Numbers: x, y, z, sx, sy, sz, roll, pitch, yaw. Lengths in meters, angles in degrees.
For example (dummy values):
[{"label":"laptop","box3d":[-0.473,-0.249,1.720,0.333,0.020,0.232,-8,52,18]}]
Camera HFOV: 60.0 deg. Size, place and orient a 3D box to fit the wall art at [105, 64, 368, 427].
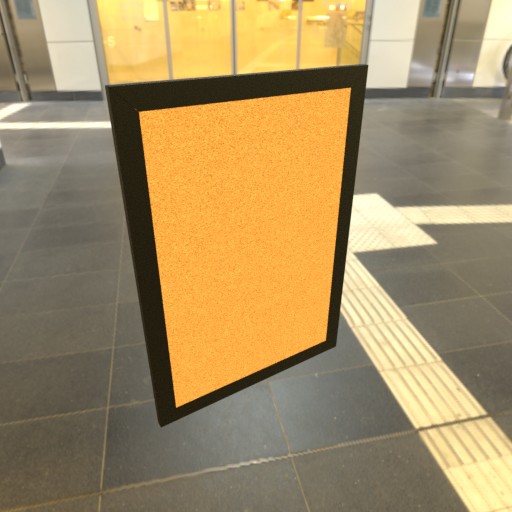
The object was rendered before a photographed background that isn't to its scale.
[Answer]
[{"label":"wall art","box3d":[0.000,0.000,0.598,0.326,0.459,0.011,-17,34,-27]}]
